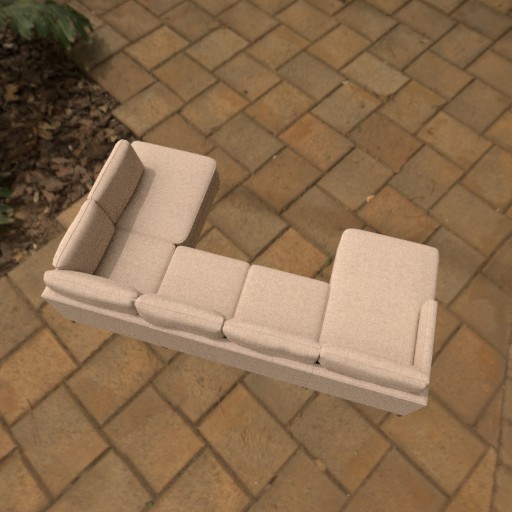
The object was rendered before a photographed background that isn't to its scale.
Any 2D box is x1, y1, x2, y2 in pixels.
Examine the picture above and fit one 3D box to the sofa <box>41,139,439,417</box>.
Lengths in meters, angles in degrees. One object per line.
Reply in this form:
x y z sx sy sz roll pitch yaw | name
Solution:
0.000 0.000 4.307 3.423 0.996 2.021 14 64 7 | sofa
